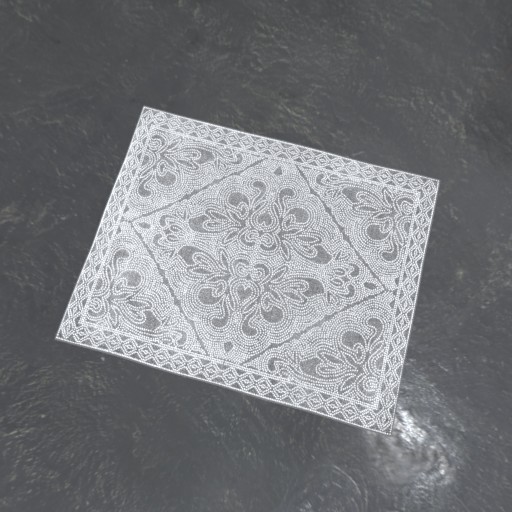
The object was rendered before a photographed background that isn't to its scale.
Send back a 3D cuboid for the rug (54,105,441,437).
[{"bbox_3d":[0.000,0.000,4.097,3.048,0.012,2.438,16,77,4],"label":"rug"}]
